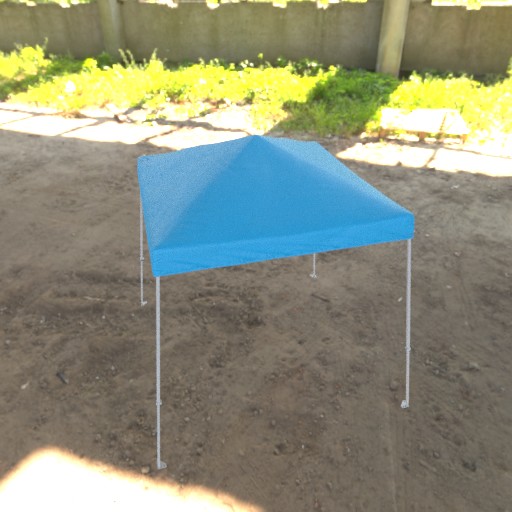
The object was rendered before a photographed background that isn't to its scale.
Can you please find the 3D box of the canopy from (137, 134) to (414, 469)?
[{"bbox_3d":[0.000,0.000,6.558,3.599,3.600,3.600,-8,32,-13],"label":"canopy"}]
